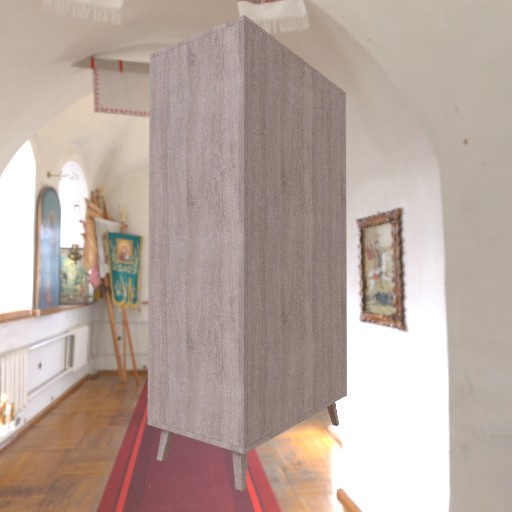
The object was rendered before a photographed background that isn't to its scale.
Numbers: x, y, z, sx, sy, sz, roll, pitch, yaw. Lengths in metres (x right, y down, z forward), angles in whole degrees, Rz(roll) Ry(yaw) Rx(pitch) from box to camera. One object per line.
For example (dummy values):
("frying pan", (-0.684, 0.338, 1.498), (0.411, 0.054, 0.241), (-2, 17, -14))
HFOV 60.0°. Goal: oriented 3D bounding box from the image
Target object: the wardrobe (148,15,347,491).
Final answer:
("wardrobe", (0.000, 0.000, 2.382), (0.600, 1.960, 1.000), (-1, -2, 36))
